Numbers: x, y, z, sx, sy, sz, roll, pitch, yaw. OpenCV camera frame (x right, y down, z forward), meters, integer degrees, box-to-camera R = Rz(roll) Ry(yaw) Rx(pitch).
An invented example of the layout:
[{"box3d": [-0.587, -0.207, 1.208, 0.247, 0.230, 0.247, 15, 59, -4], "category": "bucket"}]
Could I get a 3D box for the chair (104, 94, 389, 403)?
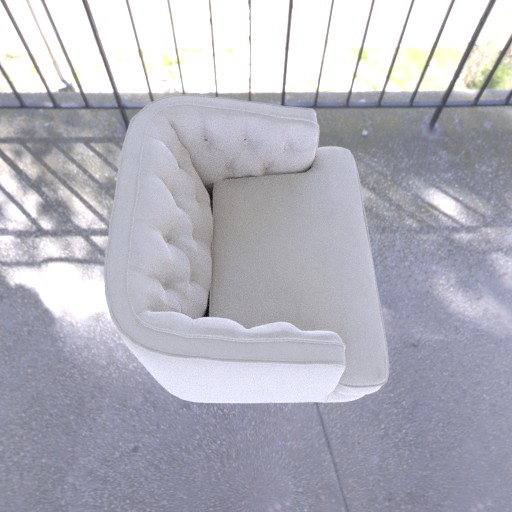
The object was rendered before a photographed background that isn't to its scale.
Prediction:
[{"box3d": [0.000, 0.000, 1.812, 0.941, 0.852, 1.104, -1, 62, -1], "category": "chair"}]
